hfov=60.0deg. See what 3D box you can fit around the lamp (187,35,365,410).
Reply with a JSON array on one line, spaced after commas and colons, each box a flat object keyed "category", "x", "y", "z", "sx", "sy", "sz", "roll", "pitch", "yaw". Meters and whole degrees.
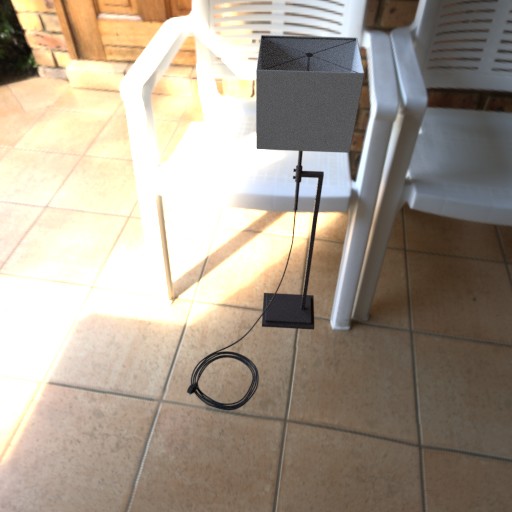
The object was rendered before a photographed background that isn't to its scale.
[{"category": "lamp", "x": 0.000, "y": 0.000, "z": 1.987, "sx": 0.698, "sy": 1.600, "sz": 0.774, "roll": 3, "pitch": 48, "yaw": 2}]
